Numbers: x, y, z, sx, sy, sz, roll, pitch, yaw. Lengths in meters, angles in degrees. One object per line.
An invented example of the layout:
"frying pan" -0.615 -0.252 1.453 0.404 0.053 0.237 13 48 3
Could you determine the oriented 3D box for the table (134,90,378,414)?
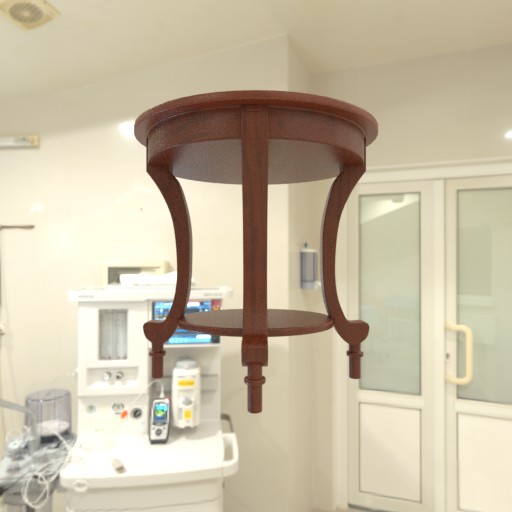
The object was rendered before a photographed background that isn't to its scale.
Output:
"table" 0.000 0.000 1.118 0.597 0.612 0.597 0 -1 0
